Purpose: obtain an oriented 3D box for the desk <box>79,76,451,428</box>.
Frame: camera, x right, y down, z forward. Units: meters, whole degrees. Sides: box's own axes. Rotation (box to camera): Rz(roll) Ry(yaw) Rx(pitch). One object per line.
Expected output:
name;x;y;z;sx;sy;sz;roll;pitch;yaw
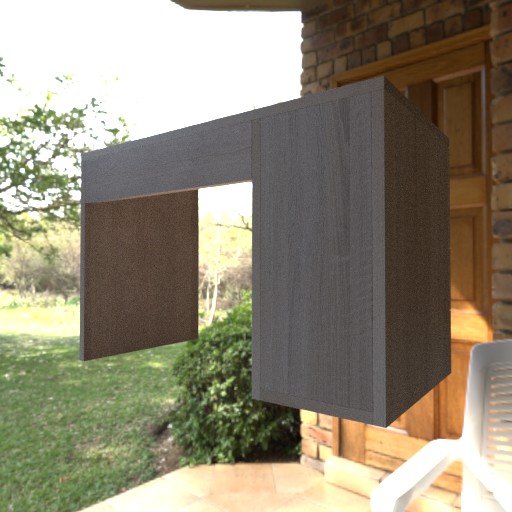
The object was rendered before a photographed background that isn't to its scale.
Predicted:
desk;0.000;0.000;1.484;1.100;0.731;0.600;-1;-1;36
